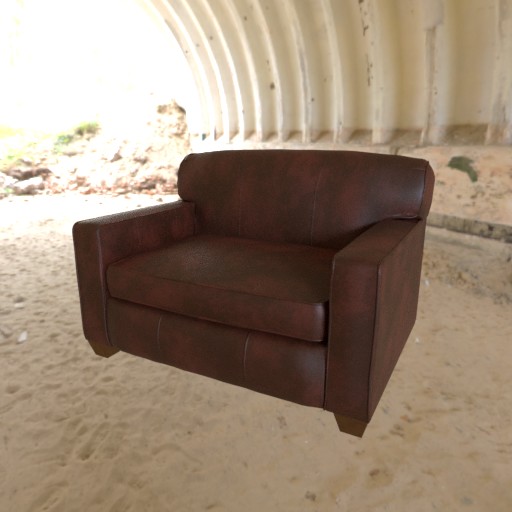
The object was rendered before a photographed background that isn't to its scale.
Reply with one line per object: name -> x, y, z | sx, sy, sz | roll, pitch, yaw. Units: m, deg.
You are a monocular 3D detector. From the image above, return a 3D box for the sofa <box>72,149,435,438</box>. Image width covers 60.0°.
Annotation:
sofa -> 0.000, 0.000, 2.087 | 1.413, 0.956, 1.000 | 8, 17, 27
